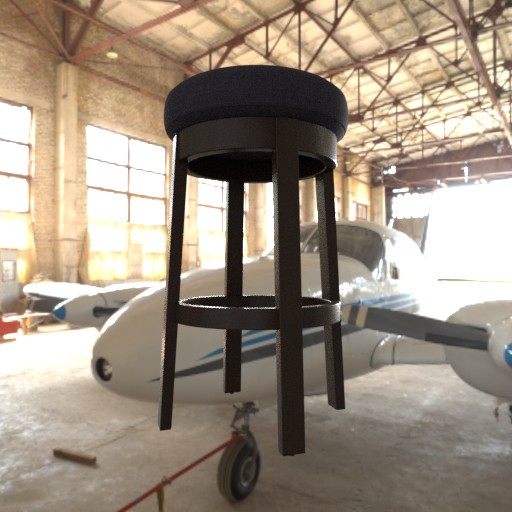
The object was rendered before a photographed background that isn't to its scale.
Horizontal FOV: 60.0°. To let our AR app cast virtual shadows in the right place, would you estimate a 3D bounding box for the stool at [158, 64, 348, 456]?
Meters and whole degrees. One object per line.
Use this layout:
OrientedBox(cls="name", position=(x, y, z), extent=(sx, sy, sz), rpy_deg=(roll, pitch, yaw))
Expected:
OrientedBox(cls="stool", position=(0.000, 0.000, 1.042), extent=(0.446, 0.758, 0.446), rpy_deg=(0, -1, 0))
